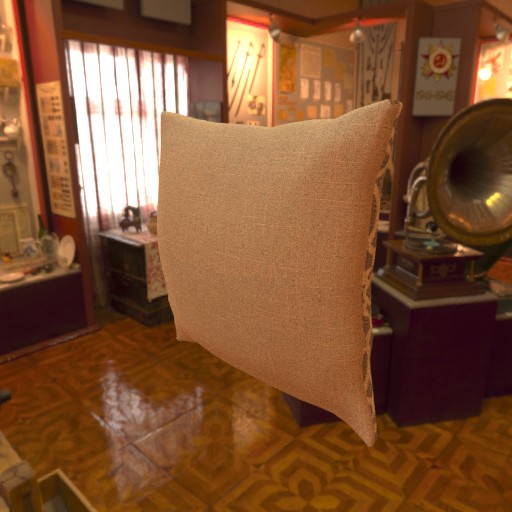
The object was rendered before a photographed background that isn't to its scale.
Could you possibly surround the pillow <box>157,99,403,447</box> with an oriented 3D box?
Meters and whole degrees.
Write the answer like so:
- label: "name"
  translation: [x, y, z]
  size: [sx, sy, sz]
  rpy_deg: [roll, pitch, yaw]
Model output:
- label: "pillow"
  translation: [0.000, 0.000, 0.777]
  size: [0.508, 0.498, 0.215]
  rpy_deg: [15, 21, 43]
